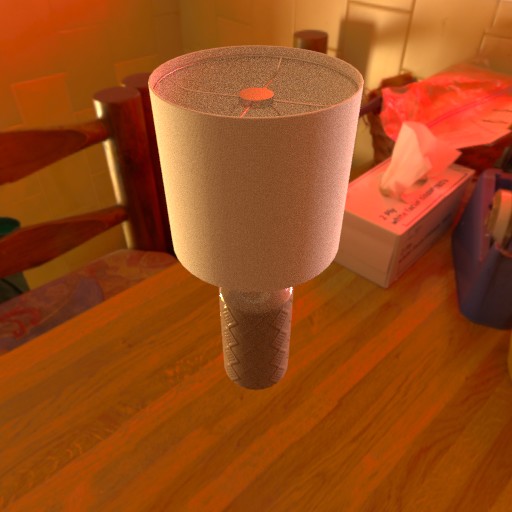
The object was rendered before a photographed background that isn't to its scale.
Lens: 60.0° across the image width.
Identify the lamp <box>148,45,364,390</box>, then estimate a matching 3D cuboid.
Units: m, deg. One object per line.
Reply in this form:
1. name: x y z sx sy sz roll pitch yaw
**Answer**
1. lamp: 0.000 0.000 0.580 0.207 0.461 0.207 11 41 13
